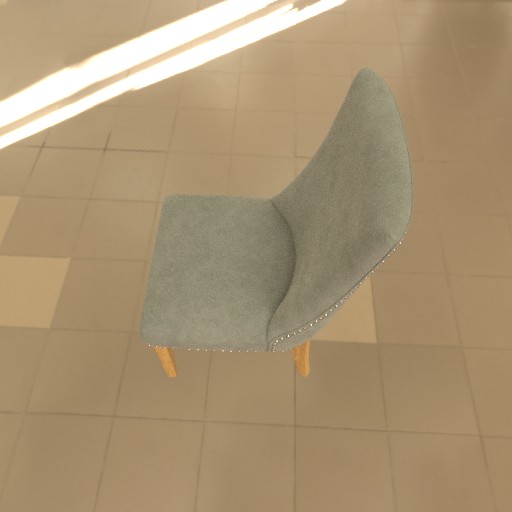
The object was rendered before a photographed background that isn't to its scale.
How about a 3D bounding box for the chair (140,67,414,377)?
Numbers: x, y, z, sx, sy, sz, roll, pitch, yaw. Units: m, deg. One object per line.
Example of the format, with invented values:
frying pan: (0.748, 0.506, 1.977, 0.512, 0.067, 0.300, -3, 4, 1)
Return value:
chair: (0.000, 0.000, 1.253, 0.610, 0.902, 0.495, 2, 58, 1)
